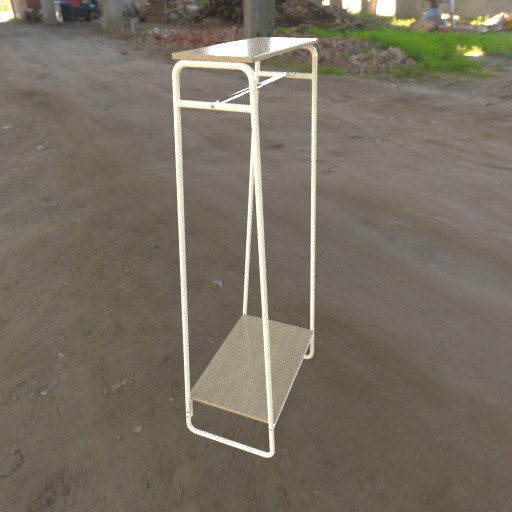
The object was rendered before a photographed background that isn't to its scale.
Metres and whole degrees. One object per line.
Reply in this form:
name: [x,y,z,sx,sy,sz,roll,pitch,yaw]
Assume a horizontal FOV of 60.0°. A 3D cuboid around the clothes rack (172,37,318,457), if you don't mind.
clothes rack: [0.000,0.000,1.753,0.400,1.512,0.640,11,32,18]
